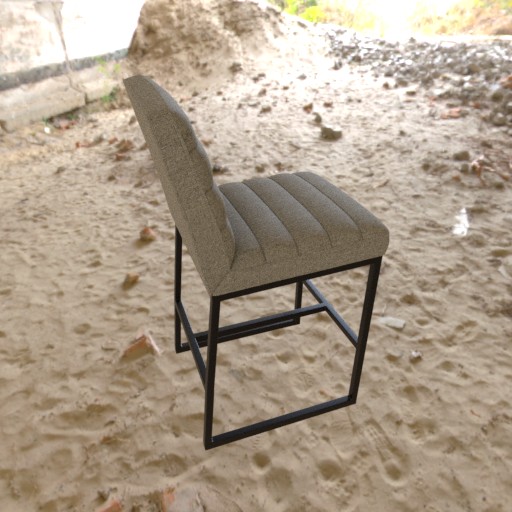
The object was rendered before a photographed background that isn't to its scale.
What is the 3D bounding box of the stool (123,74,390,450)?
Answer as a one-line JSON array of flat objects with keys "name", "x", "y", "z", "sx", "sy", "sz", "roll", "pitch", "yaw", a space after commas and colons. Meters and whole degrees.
[{"name": "stool", "x": 0.000, "y": 0.000, "z": 1.256, "sx": 0.560, "sy": 0.940, "sz": 0.460, "roll": -11, "pitch": 32, "yaw": -17}]
